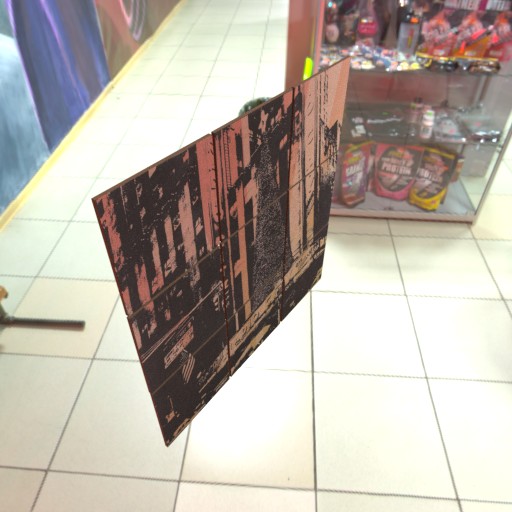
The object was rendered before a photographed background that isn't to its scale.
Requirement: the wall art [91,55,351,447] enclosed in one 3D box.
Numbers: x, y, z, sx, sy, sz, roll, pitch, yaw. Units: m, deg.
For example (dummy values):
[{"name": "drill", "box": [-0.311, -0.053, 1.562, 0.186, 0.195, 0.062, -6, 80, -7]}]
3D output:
[{"name": "wall art", "box": [0.000, 0.000, 2.207, 0.017, 1.521, 1.527, 27, 48, 27]}]
